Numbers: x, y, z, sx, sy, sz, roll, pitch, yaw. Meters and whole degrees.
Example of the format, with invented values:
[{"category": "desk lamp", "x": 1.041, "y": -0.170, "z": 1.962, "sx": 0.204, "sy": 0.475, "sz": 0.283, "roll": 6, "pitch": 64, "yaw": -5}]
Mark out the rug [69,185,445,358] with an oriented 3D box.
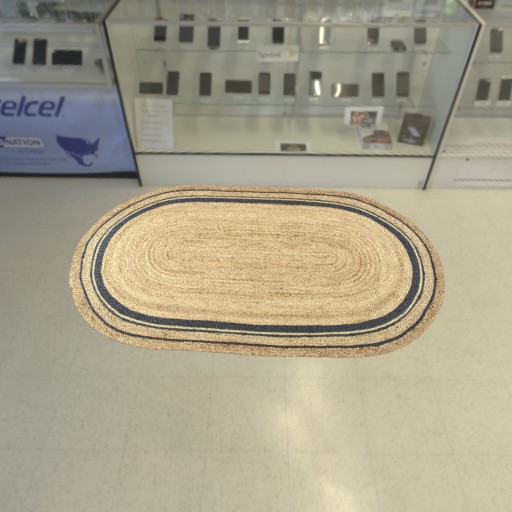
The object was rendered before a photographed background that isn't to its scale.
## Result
[{"category": "rug", "x": 0.000, "y": 0.000, "z": 2.945, "sx": 2.432, "sy": 0.006, "sz": 1.520, "roll": 2, "pitch": 46, "yaw": 2}]
